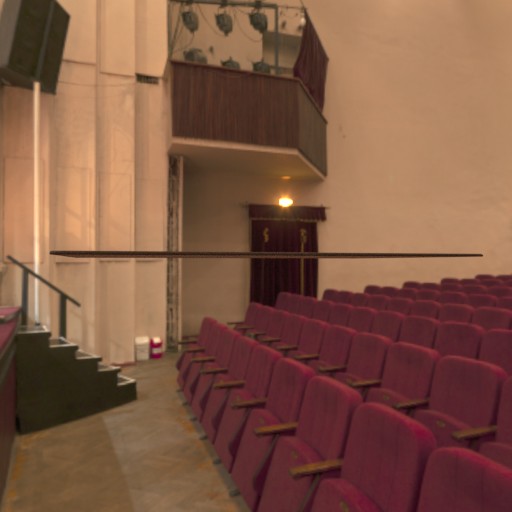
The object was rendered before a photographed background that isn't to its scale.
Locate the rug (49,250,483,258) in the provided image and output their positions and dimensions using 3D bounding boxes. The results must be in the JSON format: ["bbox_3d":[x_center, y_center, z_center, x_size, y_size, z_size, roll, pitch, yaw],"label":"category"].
[{"bbox_3d":[0.000,0.000,2.111,1.676,0.013,1.067,0,-1,-18],"label":"rug"}]
